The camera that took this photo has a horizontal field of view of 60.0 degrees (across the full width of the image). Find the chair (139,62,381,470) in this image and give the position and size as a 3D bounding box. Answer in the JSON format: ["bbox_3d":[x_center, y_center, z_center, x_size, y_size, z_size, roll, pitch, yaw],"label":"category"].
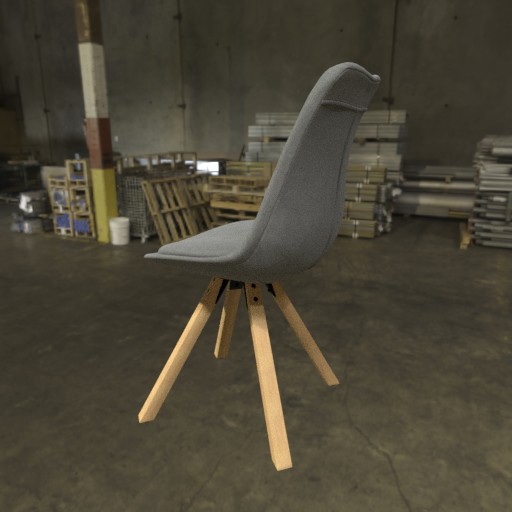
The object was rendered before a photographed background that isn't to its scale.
[{"bbox_3d":[0.000,0.000,1.144,0.549,0.863,0.474,8,17,26],"label":"chair"}]
